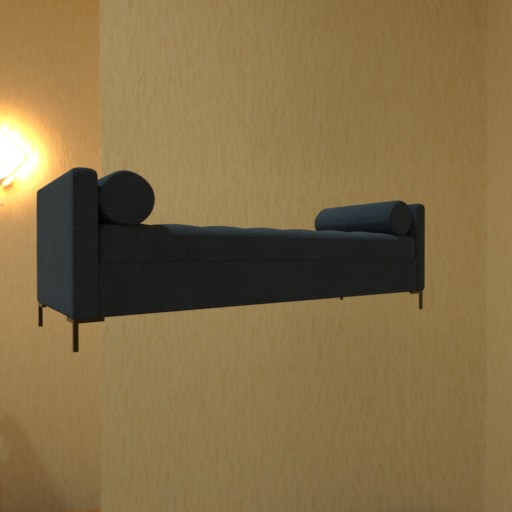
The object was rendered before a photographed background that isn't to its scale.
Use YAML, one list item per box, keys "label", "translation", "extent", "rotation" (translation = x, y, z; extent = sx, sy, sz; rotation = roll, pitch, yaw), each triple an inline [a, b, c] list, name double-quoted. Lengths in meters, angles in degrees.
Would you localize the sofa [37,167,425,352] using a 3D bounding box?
- label: "sofa"
  translation: [0.000, 0.000, 2.320]
  extent: [1.981, 0.635, 0.686]
  rotation: [0, 1, -36]
